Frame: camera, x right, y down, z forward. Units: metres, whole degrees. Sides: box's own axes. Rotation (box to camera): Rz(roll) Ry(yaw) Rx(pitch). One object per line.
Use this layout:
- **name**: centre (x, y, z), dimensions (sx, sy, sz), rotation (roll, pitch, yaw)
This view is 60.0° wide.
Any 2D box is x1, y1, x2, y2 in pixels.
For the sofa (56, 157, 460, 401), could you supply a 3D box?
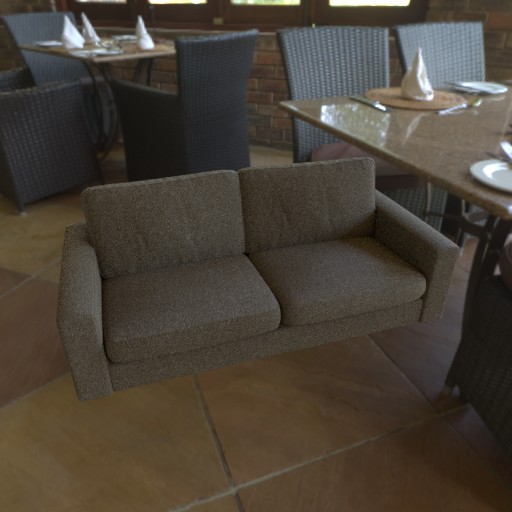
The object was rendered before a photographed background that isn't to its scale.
- **sofa**: centre (0.000, 0.000, 2.695), dimensions (2.179, 0.873, 1.016), rotation (-9, 32, -15)
